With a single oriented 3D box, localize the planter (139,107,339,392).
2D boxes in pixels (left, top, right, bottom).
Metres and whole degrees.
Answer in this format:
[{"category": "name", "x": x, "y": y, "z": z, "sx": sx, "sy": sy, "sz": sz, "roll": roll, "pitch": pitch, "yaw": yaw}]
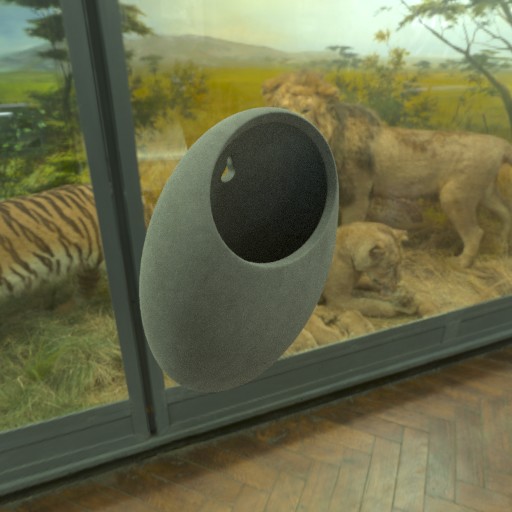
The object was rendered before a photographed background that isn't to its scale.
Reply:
[{"category": "planter", "x": 0.000, "y": 0.000, "z": 0.294, "sx": 0.071, "sy": 0.188, "sz": 0.185, "roll": 19, "pitch": 33, "yaw": 33}]
